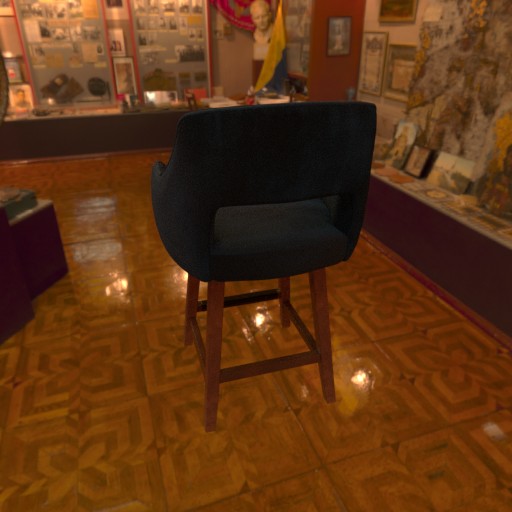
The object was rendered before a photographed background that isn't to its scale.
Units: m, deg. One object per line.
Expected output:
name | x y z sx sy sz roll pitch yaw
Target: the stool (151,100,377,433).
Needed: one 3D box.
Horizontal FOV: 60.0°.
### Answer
stool | 0.000 0.000 1.305 0.550 0.940 0.560 -8 29 -15
